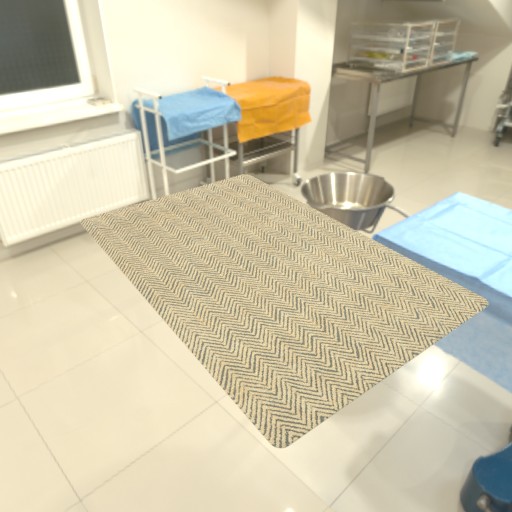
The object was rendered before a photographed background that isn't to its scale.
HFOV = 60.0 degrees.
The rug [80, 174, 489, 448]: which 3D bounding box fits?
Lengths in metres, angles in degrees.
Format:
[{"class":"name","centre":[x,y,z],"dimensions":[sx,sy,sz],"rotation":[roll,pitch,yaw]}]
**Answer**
[{"class":"rug","centre":[0.000,0.000,2.146],"dimensions":[1.144,0.008,1.752],"rotation":[-22,39,-30]}]
